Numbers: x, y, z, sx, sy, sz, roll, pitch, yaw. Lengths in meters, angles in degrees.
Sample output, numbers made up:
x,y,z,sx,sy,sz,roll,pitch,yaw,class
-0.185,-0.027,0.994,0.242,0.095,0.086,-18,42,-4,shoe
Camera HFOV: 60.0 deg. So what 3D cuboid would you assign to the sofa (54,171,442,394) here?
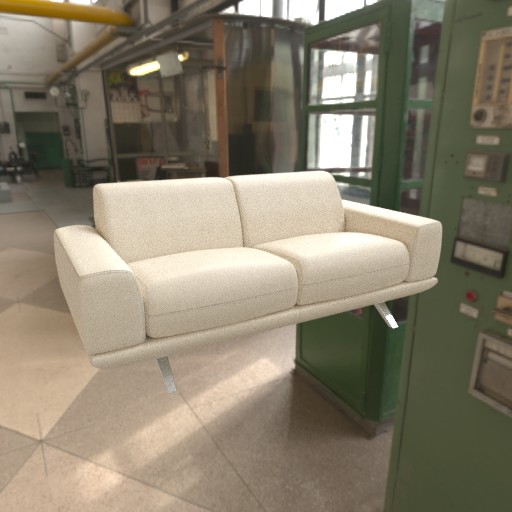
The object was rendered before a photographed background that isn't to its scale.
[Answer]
x,y,z,sx,sy,sz,roll,pitch,yaw,class
0.000,0.000,2.377,1.901,0.772,0.900,-9,19,-28,sofa
